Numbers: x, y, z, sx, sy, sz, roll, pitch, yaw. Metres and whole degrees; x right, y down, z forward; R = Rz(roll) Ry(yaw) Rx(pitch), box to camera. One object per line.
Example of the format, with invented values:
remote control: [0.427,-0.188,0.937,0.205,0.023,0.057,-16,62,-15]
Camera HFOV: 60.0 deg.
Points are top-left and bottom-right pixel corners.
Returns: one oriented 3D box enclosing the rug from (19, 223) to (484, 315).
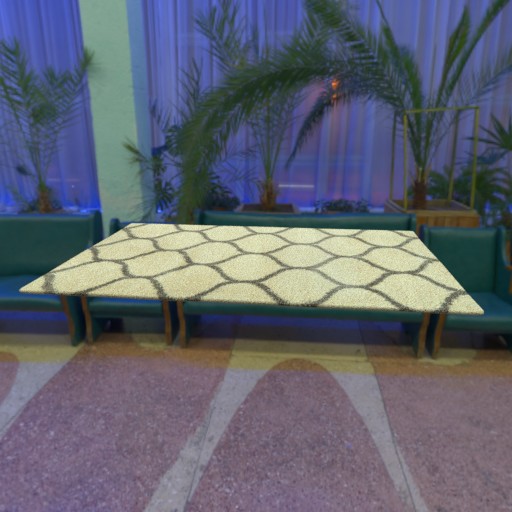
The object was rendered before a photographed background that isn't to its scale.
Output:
rug: [0.000,0.000,3.385,2.701,0.026,1.801,2,18,7]
